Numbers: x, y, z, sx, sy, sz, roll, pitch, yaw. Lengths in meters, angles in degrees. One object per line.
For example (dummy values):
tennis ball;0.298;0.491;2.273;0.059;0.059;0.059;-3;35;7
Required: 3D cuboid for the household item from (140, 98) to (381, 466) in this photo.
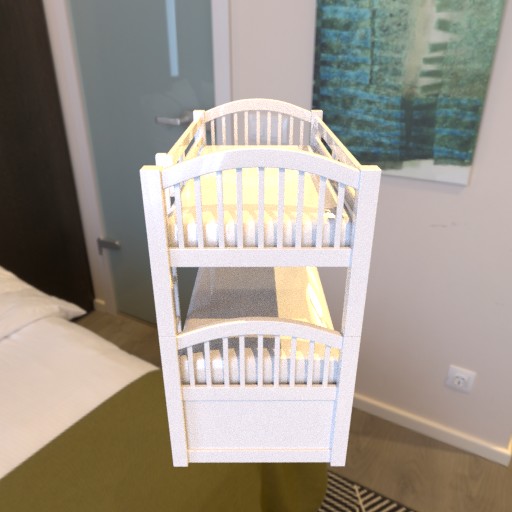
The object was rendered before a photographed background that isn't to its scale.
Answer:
household item;0.000;0.000;3.330;1.143;2.032;2.032;0;26;0
